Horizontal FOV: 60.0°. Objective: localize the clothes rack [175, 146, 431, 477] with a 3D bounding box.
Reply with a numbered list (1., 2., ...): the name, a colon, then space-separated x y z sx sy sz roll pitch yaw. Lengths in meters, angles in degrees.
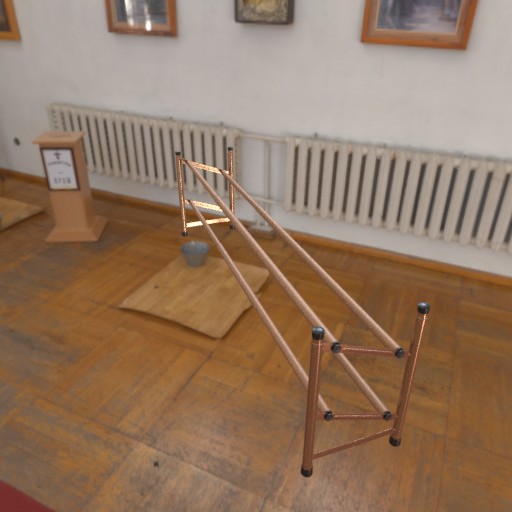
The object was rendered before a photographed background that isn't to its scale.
1. clothes rack: 0.000 0.000 1.293 0.229 0.349 1.168 -10 30 -18
